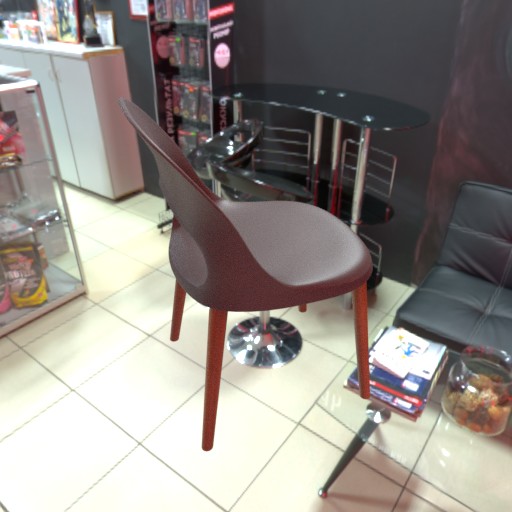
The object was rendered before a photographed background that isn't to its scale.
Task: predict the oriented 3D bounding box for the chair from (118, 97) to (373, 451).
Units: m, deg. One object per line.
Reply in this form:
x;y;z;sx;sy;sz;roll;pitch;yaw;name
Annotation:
0.000;0.000;1.135;0.556;0.795;0.470;-11;33;-17;chair
